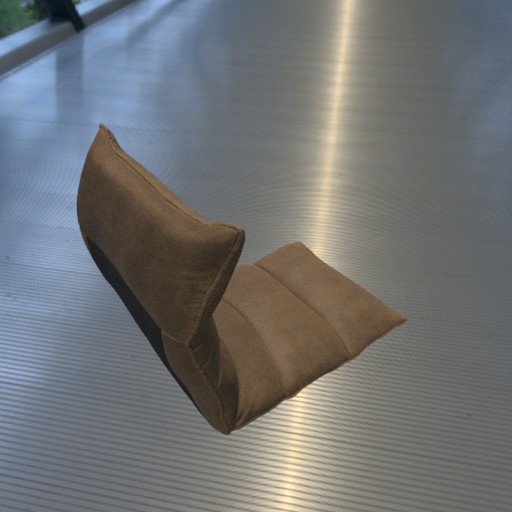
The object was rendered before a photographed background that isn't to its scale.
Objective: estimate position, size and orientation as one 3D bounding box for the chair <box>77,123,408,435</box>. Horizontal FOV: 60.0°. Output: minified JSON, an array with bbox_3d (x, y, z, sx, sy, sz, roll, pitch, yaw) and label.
[{"bbox_3d":[0.000,0.000,1.559,0.985,0.892,0.714,-24,45,-26],"label":"chair"}]
